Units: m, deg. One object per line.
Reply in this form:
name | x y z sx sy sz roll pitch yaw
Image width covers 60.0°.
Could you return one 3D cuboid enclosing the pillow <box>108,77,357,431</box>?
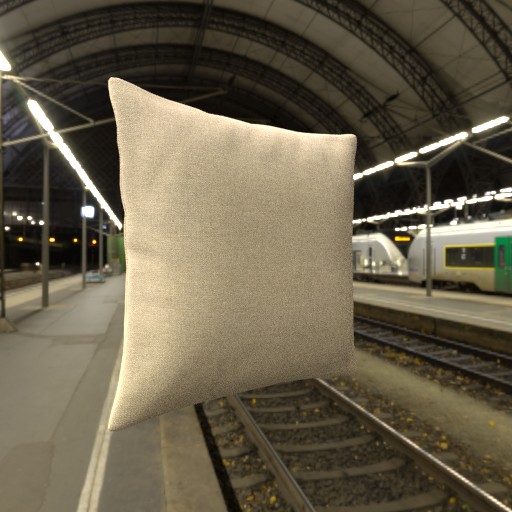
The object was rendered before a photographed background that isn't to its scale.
pillow | 0.000 0.000 0.788 0.523 0.510 0.166 0 0 -35
